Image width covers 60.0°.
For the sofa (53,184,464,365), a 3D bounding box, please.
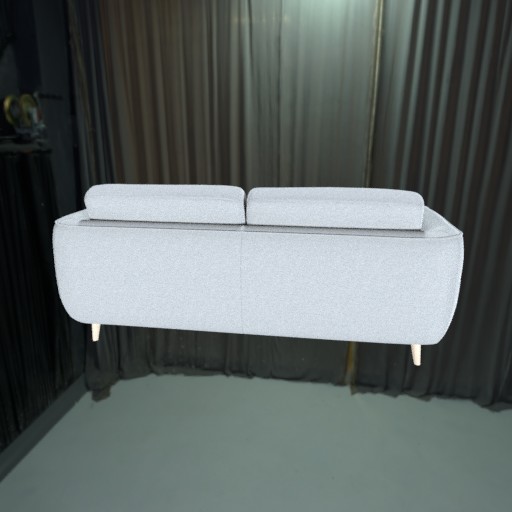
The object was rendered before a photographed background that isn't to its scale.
[{"bbox_3d":[0.000,0.000,2.474,2.000,0.850,0.920,2,17,8],"label":"sofa"}]
